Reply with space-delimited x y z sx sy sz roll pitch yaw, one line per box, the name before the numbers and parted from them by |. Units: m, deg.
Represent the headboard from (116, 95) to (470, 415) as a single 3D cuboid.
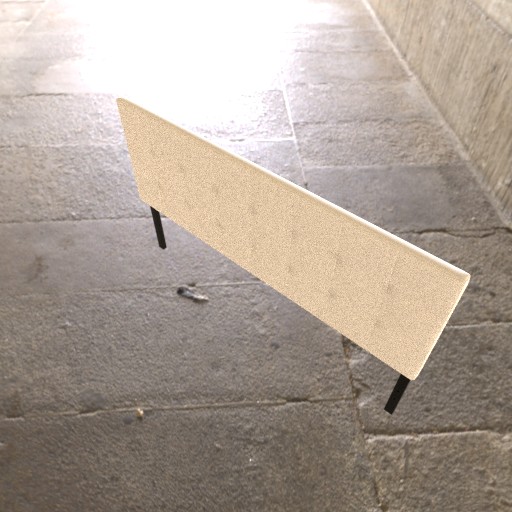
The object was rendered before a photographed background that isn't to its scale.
headboard | 0.000 0.000 2.866 2.362 1.410 0.120 33 55 27
